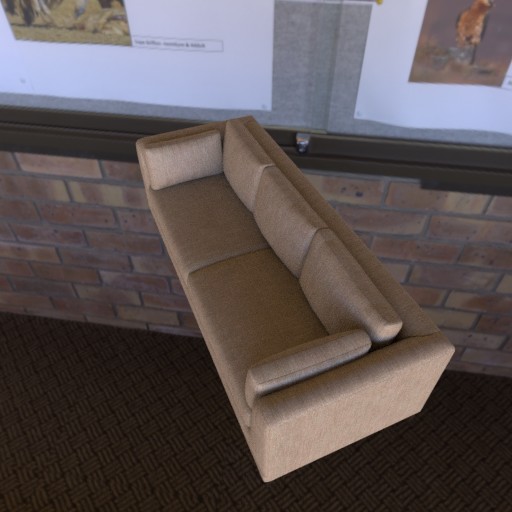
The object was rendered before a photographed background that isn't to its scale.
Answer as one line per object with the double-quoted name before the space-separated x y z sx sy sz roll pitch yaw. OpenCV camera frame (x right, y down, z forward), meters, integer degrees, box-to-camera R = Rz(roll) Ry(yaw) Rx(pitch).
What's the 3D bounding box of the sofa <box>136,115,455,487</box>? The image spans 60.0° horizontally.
"sofa" 0.000 0.000 2.901 0.969 0.867 2.415 -17 48 -16
